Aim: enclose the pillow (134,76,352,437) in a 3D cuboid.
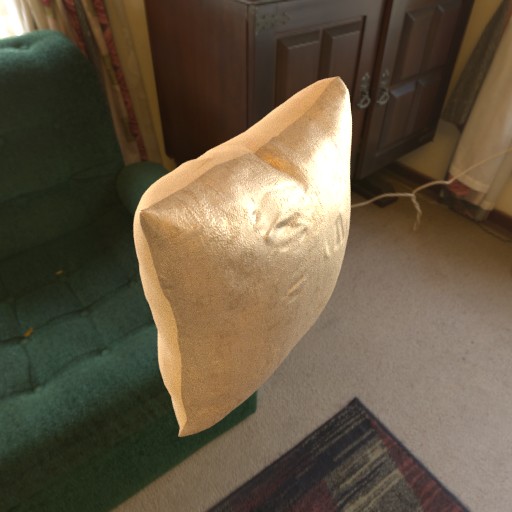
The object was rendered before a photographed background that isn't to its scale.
[{"bbox_3d":[0.000,0.000,0.710,0.245,0.448,0.450,25,47,26],"label":"pillow"}]
